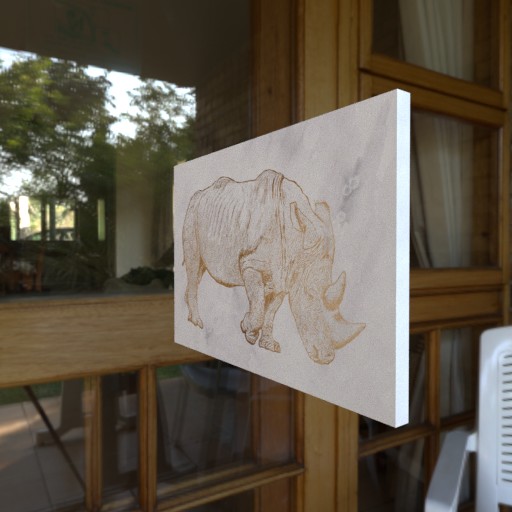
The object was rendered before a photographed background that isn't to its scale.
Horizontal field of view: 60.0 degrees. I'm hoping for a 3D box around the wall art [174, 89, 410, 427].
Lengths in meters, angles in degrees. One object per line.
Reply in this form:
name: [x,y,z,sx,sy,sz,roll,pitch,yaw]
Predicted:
wall art: [0.000,0.000,1.179,0.038,0.610,0.915,-1,1,-36]
